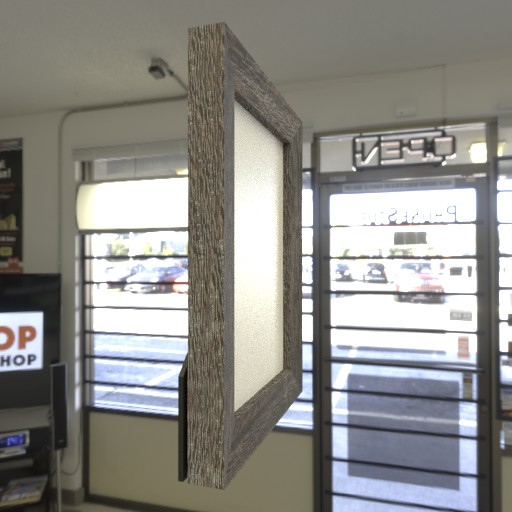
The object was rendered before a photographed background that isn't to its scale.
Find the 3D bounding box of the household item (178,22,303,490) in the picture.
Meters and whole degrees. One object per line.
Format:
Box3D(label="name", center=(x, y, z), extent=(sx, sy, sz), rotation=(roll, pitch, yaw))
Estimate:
Box3D(label="household item", center=(0.000, 0.000, 0.236), extent=(0.020, 0.180, 0.133), rotation=(0, 0, 19))
